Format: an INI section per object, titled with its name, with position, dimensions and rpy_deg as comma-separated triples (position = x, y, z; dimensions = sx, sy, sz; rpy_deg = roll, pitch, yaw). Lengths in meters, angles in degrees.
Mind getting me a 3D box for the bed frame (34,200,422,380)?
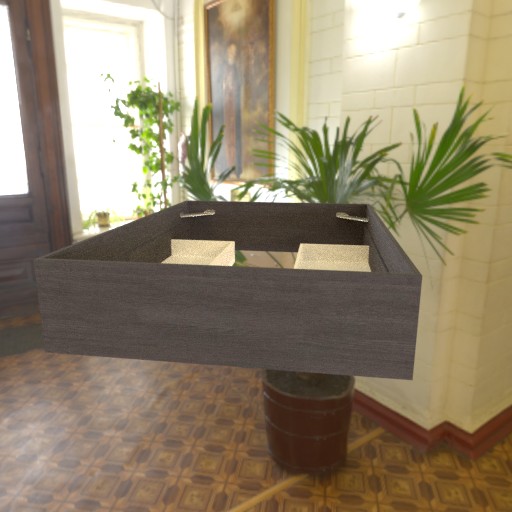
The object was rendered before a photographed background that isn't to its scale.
[bed frame]
position = 0.000, 0.000, 2.594
dimensions = 1.448, 0.459, 1.944
rpy_deg = 2, 14, 9
